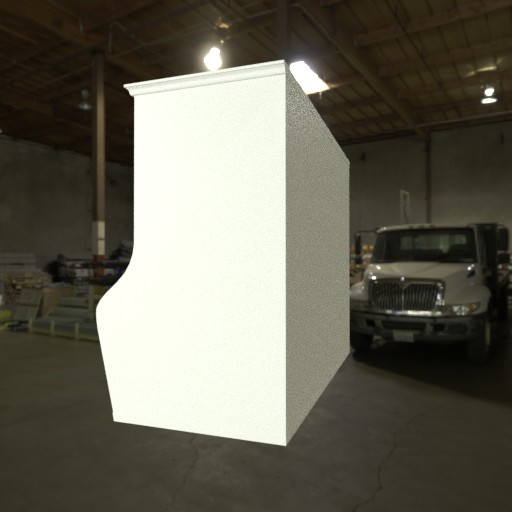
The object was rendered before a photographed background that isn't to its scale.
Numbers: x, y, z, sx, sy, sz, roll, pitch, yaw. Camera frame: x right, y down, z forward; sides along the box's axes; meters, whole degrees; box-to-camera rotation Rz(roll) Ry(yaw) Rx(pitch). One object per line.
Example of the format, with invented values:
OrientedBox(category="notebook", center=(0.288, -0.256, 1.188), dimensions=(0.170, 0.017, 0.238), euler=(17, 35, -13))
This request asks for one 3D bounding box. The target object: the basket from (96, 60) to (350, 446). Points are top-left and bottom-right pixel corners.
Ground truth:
OrientedBox(category="basket", center=(0.000, 0.000, 1.148), dimensions=(0.376, 0.625, 0.792), euler=(0, -1, 19))
